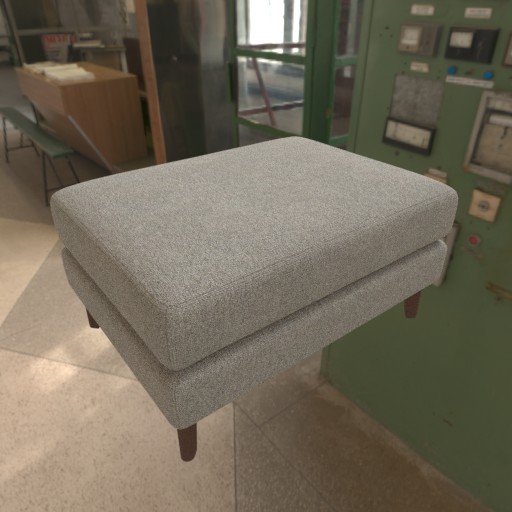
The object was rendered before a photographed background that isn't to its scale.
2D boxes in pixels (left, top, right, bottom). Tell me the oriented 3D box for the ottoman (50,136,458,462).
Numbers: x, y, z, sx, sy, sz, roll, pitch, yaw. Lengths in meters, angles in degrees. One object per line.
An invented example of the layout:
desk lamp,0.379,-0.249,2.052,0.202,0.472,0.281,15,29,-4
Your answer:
ottoman,0.000,0.000,1.159,0.821,0.441,0.611,-22,37,-32
